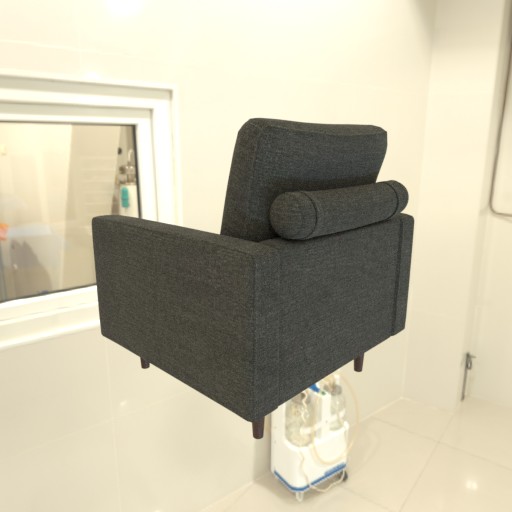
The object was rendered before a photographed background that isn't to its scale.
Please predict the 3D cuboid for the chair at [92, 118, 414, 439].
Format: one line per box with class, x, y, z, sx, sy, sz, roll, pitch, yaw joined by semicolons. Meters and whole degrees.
chair;0.000;0.000;1.549;0.843;0.880;0.821;13;19;42
